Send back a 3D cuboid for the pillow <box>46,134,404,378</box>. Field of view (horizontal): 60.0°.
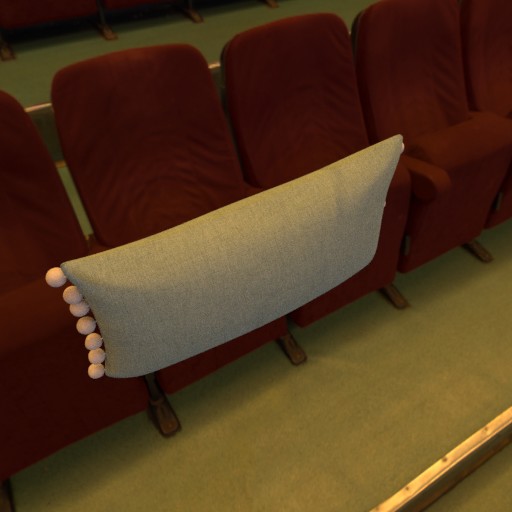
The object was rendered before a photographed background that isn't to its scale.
[{"bbox_3d":[0.000,0.000,0.846,0.709,0.322,0.201,-23,49,-21],"label":"pillow"}]
